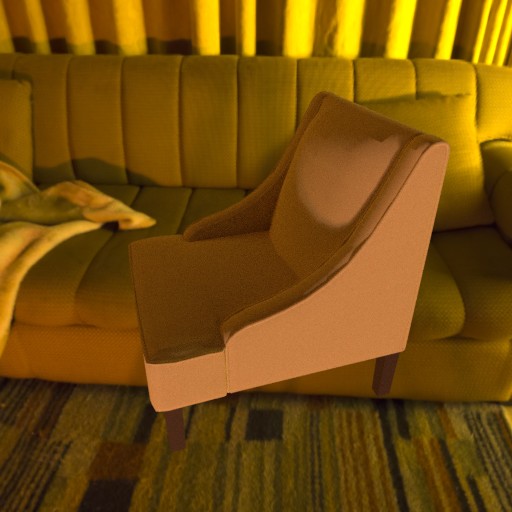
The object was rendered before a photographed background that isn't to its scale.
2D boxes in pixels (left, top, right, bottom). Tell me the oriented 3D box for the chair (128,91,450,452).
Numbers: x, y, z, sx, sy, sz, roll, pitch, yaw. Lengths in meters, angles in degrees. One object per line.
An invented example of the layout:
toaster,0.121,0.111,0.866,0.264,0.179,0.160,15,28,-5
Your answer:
chair,0.000,0.000,1.463,0.806,0.886,0.689,-9,32,-15
